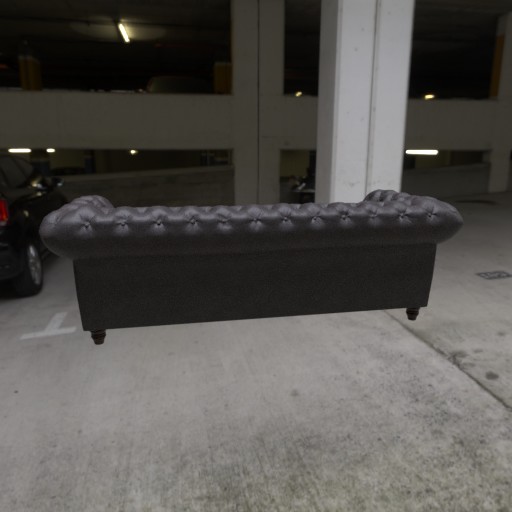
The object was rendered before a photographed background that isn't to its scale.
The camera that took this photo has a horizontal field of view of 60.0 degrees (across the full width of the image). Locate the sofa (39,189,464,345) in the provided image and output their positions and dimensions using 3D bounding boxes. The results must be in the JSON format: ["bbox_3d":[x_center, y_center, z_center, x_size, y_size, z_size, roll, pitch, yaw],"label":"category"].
[{"bbox_3d":[0.000,0.000,2.850,2.385,0.783,0.944,-3,14,-10],"label":"sofa"}]
